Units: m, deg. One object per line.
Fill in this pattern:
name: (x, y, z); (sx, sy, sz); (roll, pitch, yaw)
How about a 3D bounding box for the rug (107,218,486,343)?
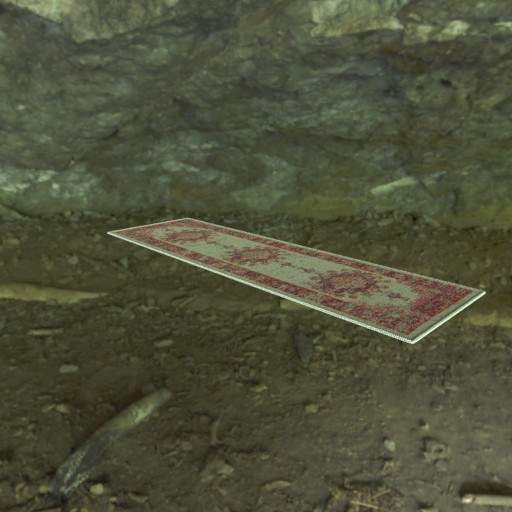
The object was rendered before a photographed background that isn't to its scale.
rug: (0.000, 0.000, 2.047); (0.562, 0.009, 1.824); (-16, 23, -42)
